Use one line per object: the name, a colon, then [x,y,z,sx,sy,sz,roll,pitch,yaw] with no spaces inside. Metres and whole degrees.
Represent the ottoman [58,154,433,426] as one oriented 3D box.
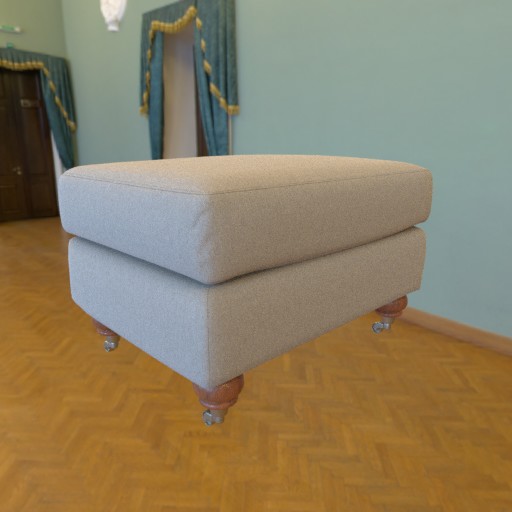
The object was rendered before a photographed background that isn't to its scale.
ottoman: [0.000,0.000,1.124,0.773,0.497,0.574,-14,20,-42]
